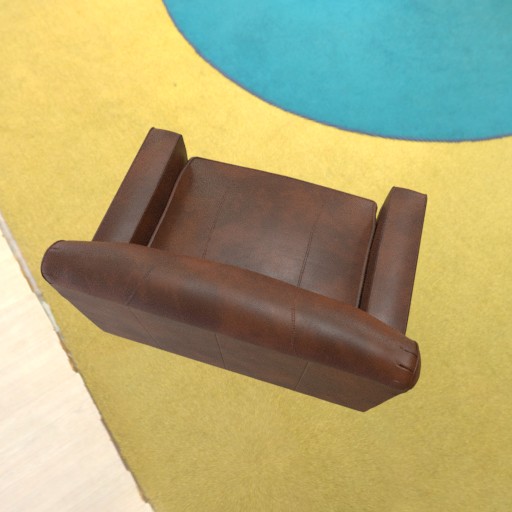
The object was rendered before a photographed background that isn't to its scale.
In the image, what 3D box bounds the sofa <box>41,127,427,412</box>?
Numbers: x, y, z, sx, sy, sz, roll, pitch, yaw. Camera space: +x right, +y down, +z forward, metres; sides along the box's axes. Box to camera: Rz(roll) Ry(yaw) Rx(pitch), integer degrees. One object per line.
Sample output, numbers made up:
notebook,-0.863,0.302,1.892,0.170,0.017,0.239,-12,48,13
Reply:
sofa,0.000,0.000,2.074,1.413,0.956,1.000,15,66,7
